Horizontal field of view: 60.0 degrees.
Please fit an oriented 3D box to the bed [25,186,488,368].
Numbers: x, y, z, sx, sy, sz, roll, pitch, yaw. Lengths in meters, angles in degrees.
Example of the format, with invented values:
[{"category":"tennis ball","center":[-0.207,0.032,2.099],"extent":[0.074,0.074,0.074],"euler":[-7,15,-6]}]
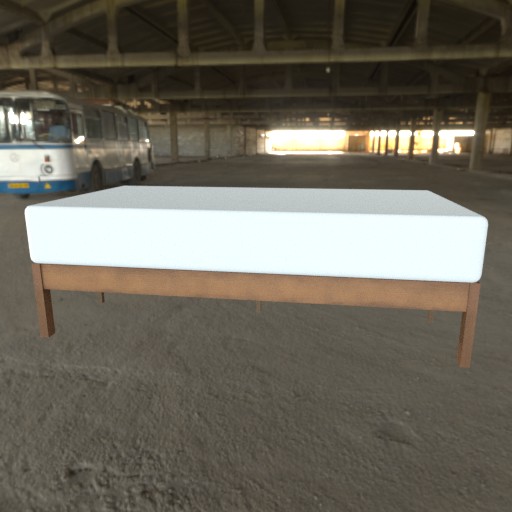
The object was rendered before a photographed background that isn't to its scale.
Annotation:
[{"category":"bed","center":[0.000,0.000,2.312],"extent":[1.902,0.616,0.961],"euler":[2,14,9]}]
